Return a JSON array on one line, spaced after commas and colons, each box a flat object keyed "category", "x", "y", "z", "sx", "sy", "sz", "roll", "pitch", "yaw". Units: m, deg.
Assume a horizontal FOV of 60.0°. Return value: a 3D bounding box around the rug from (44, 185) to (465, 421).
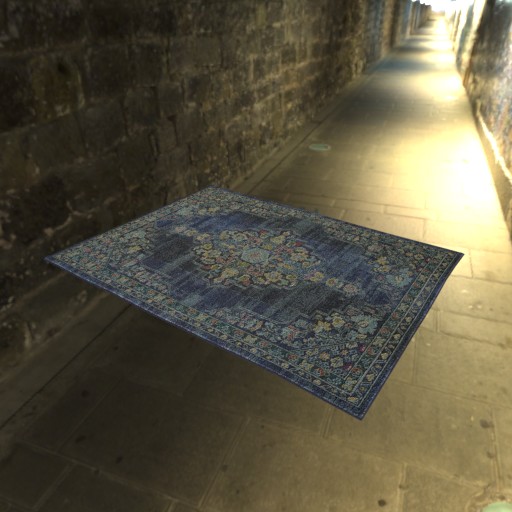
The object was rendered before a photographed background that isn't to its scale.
[{"category": "rug", "x": 0.000, "y": 0.000, "z": 4.739, "sx": 3.612, "sy": 0.035, "sz": 2.716, "roll": 19, "pitch": 35, "yaw": 30}]
